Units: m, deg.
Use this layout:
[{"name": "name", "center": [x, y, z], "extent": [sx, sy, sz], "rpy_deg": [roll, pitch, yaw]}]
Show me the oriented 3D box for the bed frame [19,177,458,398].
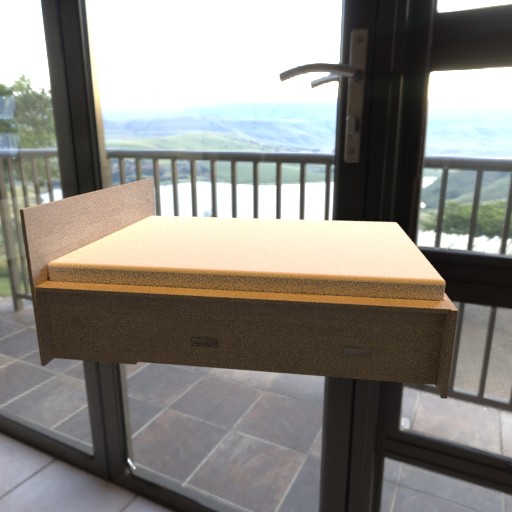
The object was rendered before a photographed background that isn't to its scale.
[{"name": "bed frame", "center": [0.000, 0.000, 2.779], "extent": [1.960, 0.800, 1.622], "rpy_deg": [2, 15, 8]}]
